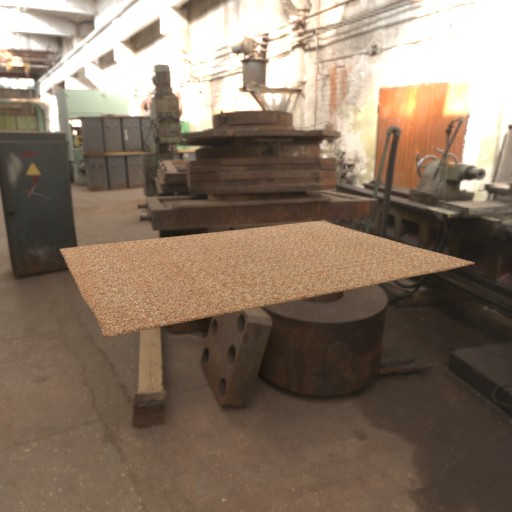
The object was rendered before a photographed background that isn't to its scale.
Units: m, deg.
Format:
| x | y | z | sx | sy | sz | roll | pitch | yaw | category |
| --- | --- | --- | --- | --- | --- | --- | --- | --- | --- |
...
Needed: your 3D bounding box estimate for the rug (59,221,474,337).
| x | y | z | sx | sy | sz | roll | pitch | yaw | category |
| --- | --- | --- | --- | --- | --- | --- | --- | --- | --- |
| 0.000 | 0.000 | 2.793 | 2.141 | 0.013 | 1.566 | -8 | 17 | -28 | rug |
